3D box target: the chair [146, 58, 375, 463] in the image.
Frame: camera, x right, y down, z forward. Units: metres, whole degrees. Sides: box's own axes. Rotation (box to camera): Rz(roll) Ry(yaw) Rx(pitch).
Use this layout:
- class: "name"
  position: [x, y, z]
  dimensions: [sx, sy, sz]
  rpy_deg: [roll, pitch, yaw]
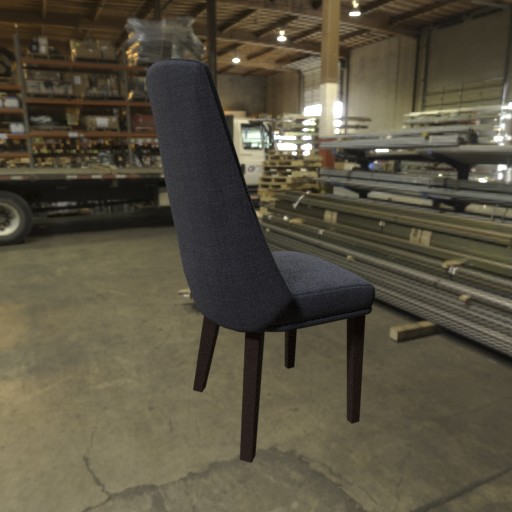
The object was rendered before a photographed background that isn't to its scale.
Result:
- class: "chair"
  position: [0.000, 0.000, 1.347]
  dimensions: [0.577, 1.050, 0.510]
  rpy_deg: [-7, 16, -26]
